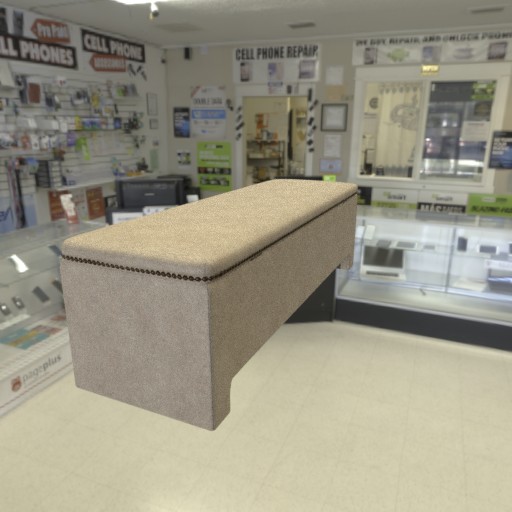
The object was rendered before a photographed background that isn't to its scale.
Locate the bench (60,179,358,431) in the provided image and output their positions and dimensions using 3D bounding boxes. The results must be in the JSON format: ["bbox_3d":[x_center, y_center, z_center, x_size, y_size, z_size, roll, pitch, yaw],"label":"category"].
[{"bbox_3d":[0.000,0.000,1.744,0.470,0.447,1.482,8,18,24],"label":"bench"}]
